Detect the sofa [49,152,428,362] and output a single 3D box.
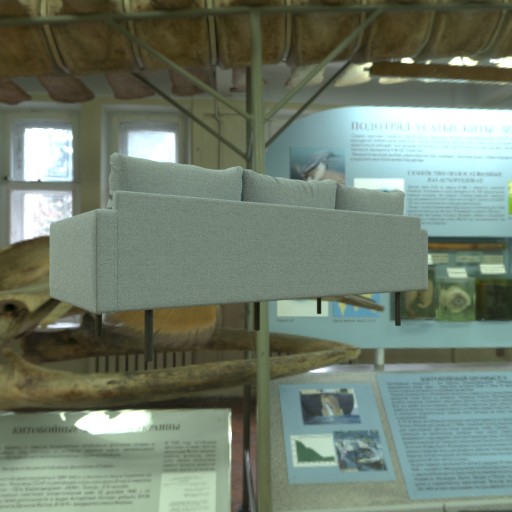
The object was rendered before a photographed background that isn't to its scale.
[{"bbox_3d":[0.000,0.000,2.481,2.000,0.830,0.850,0,0,-35],"label":"sofa"}]
